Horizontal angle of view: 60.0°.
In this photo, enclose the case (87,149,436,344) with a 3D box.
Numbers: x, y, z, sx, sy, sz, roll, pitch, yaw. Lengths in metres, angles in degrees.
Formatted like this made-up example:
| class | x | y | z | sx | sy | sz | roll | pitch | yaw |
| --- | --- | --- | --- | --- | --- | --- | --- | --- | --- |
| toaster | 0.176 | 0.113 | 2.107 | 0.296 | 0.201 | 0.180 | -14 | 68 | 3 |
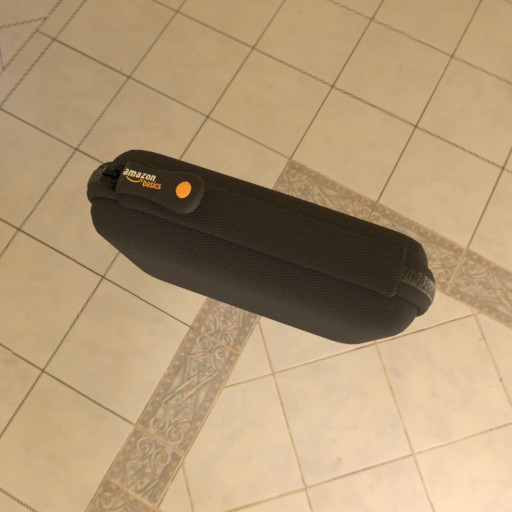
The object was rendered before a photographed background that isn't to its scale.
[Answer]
| class | x | y | z | sx | sy | sz | roll | pitch | yaw |
| --- | --- | --- | --- | --- | --- | --- | --- | --- | --- |
| case | 0.000 | 0.000 | 0.185 | 0.132 | 0.105 | 0.038 | 19 | 77 | 5 |
